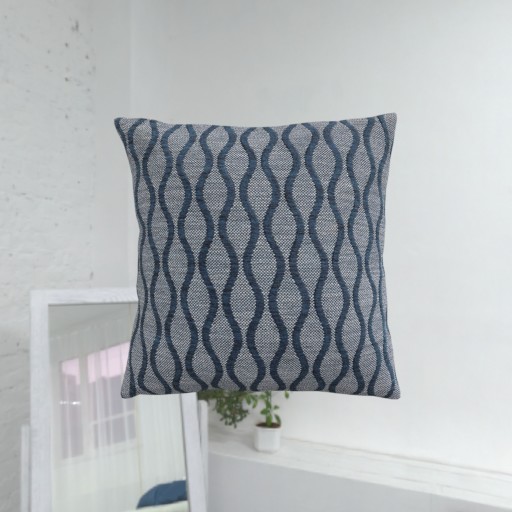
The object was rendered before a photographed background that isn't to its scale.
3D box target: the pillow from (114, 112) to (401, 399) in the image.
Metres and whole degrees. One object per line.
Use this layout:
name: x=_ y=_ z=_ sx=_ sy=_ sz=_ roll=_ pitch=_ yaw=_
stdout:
pillow: x=0.000 y=0.000 z=0.669 sx=0.435 sy=0.435 sz=0.159 roll=0 pitch=-1 yaw=0
